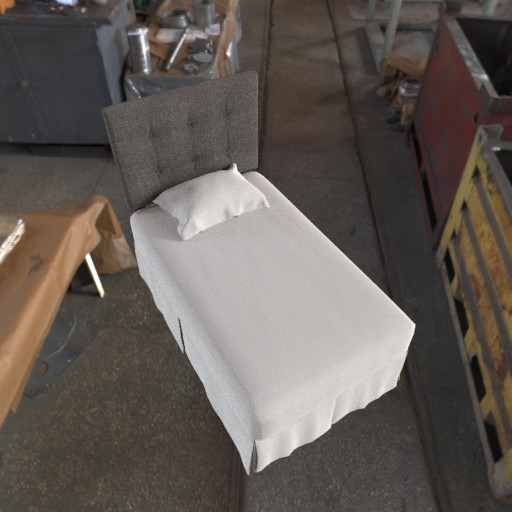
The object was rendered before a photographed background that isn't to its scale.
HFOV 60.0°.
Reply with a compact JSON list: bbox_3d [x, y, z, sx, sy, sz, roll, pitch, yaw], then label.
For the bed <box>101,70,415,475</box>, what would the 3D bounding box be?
[{"bbox_3d":[0.000,0.000,2.989,1.261,1.571,1.997,-23,50,-21],"label":"bed"}]
